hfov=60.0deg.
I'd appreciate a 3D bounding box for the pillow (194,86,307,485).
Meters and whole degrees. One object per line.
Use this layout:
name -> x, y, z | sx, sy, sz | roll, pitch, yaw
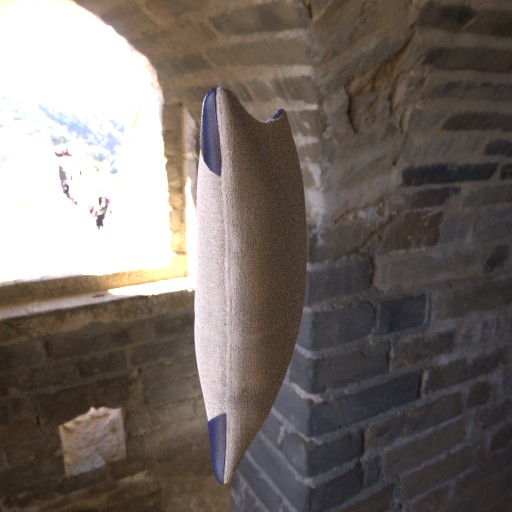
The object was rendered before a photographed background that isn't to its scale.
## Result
pillow -> 0.000, 0.000, 0.666 | 0.147, 0.441, 0.440 | 3, 16, 10
